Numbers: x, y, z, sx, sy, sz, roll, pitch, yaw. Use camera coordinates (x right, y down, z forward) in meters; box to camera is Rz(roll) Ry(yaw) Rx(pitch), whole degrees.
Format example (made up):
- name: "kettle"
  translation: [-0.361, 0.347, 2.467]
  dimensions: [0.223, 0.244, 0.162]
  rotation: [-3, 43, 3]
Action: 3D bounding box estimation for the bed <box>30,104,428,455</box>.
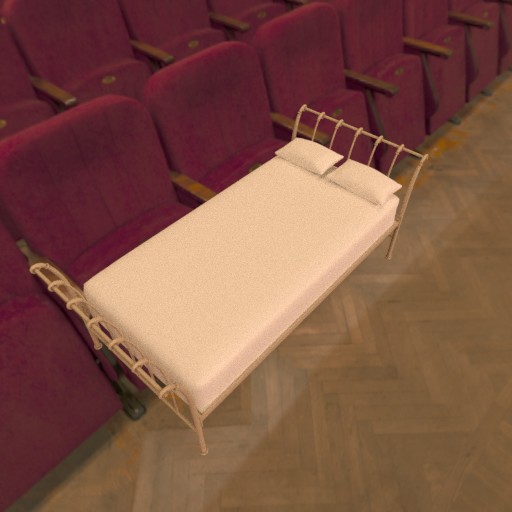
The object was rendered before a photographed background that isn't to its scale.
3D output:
- name: "bed"
  translation: [0.000, 0.000, 2.820]
  dimensions: [1.032, 0.873, 2.228]
  rotation: [33, 54, 27]
